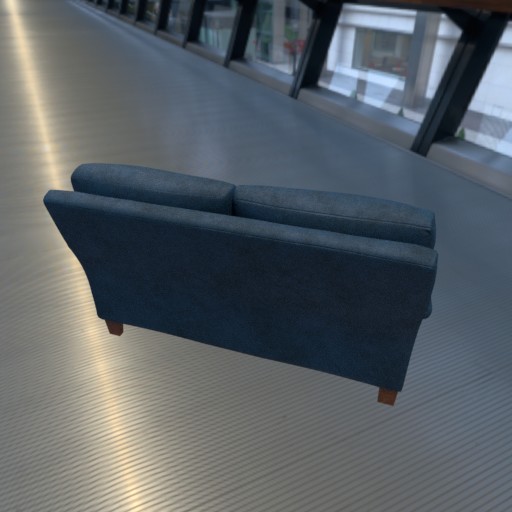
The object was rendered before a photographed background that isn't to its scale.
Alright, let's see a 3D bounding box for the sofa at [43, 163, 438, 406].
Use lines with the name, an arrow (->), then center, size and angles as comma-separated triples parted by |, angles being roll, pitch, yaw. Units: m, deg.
sofa -> 0.000, 0.000, 2.509 | 1.853, 1.101, 1.084 | 10, 33, 16
